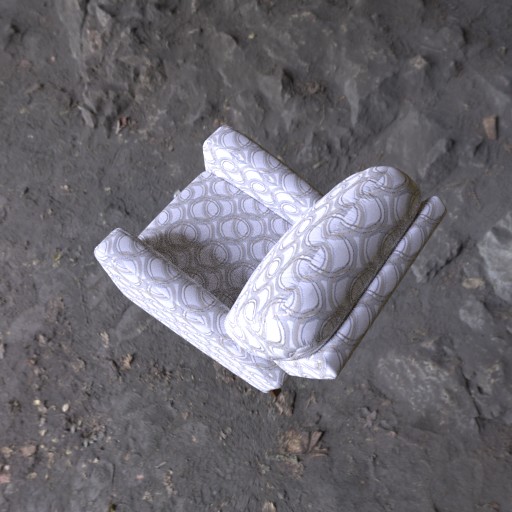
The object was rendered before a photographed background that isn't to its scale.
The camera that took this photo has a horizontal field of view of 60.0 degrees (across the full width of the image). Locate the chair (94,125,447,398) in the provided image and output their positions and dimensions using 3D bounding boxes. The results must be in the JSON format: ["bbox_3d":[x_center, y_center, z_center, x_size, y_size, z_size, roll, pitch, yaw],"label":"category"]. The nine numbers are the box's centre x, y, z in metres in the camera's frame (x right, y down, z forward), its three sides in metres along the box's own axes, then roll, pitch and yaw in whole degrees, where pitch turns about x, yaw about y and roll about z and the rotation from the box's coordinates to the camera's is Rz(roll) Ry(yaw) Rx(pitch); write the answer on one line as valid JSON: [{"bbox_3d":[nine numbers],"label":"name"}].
[{"bbox_3d":[0.000,0.000,1.752,0.995,1.065,0.796,34,69,15],"label":"chair"}]
